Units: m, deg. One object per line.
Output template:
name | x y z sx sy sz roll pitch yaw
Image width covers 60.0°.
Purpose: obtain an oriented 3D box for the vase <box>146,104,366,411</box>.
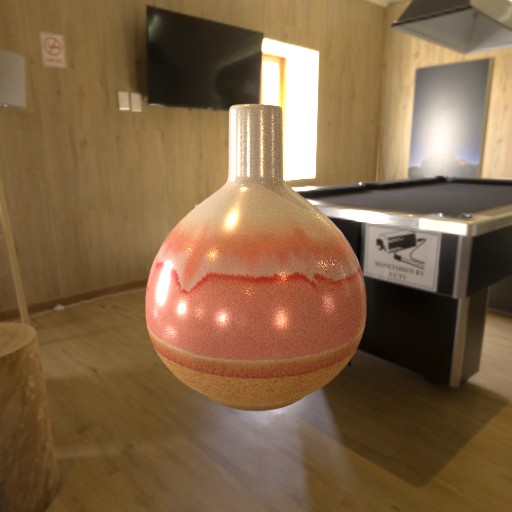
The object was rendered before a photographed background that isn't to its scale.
vase | 0.000 0.000 0.274 0.137 0.176 0.137 0 14 0
